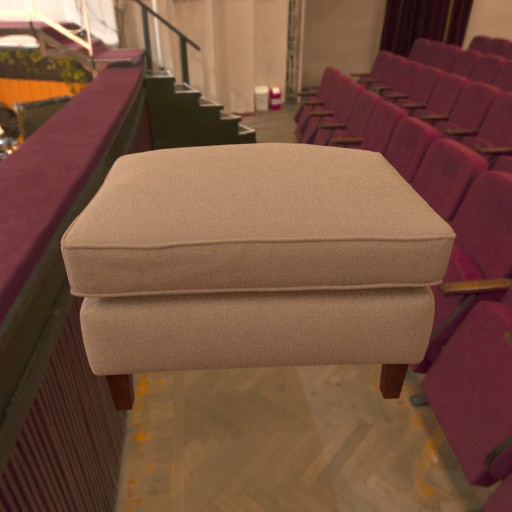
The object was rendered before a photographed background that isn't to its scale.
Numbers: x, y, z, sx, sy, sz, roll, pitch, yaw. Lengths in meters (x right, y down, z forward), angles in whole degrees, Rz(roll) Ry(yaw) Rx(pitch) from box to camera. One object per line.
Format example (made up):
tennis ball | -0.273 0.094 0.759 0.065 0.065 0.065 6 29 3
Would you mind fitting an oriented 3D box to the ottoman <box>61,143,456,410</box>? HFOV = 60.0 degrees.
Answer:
ottoman | 0.000 0.000 0.987 0.665 0.456 0.501 -1 30 -3
